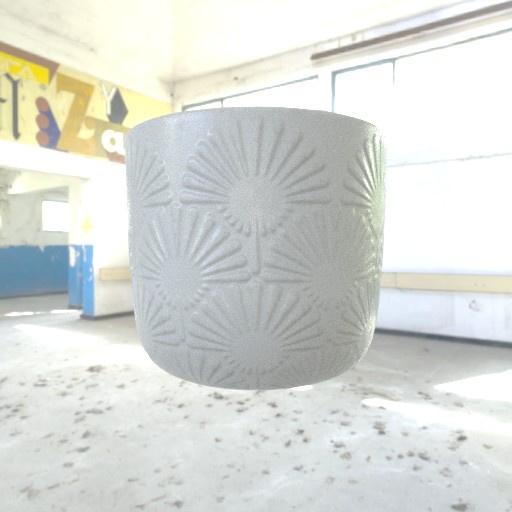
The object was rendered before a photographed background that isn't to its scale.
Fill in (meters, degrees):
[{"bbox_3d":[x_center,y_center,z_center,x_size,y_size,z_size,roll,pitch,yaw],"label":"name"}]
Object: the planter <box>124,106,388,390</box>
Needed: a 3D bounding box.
[{"bbox_3d":[0.000,0.000,0.218,0.124,0.109,0.124,0,1,0],"label":"planter"}]
